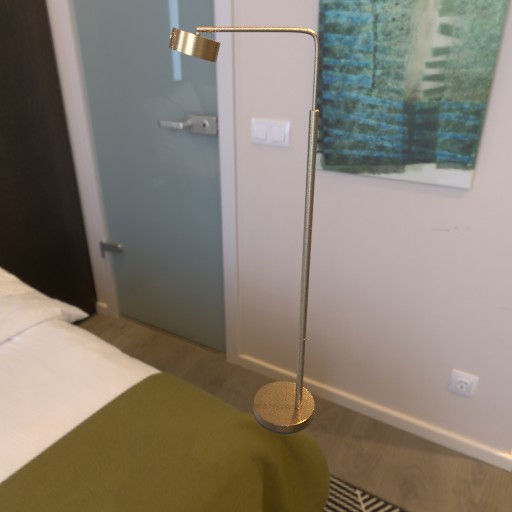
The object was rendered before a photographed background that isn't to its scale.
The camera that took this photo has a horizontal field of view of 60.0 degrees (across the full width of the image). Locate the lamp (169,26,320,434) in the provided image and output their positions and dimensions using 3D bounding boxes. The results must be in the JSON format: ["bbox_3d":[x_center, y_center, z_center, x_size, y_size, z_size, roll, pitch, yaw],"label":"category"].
[{"bbox_3d":[0.000,0.000,1.339,0.418,1.230,0.219,0,25,0],"label":"lamp"}]
